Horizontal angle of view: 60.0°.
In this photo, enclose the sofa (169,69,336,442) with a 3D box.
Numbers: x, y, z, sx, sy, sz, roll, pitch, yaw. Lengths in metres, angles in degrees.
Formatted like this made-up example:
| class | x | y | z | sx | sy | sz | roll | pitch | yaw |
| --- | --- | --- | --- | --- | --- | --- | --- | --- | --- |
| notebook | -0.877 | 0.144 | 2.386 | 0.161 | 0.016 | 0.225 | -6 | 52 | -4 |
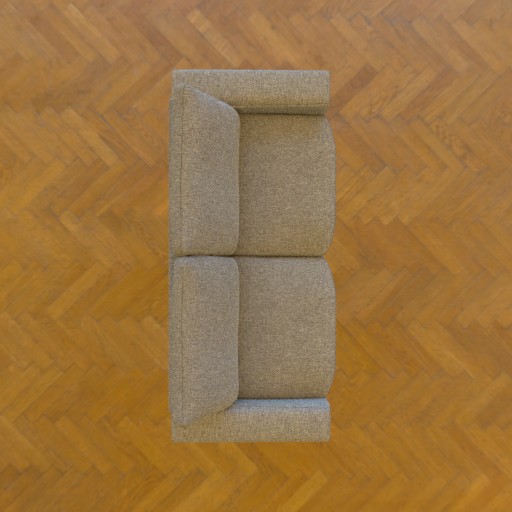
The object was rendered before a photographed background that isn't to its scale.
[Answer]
| class | x | y | z | sx | sy | sz | roll | pitch | yaw |
| --- | --- | --- | --- | --- | --- | --- | --- | --- | --- |
| sofa | 0.000 | 0.000 | 2.830 | 1.040 | 0.922 | 2.299 | 0 | 90 | -1 |
